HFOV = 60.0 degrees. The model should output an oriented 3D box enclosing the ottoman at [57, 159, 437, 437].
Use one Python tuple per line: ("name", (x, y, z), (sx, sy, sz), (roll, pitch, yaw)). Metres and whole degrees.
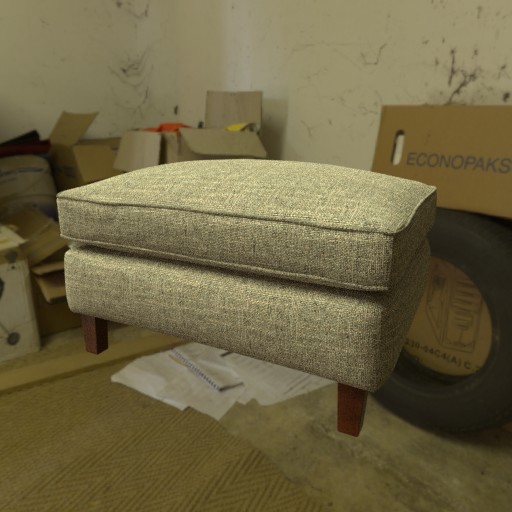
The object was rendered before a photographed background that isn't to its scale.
("ottoman", (0.000, 0.000, 0.969), (0.686, 0.406, 0.508), (9, 19, 26))
